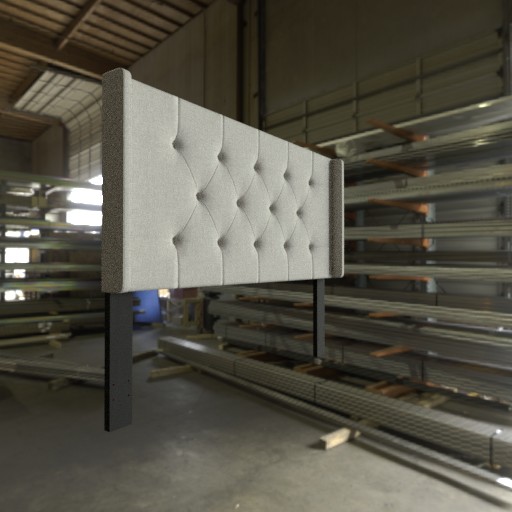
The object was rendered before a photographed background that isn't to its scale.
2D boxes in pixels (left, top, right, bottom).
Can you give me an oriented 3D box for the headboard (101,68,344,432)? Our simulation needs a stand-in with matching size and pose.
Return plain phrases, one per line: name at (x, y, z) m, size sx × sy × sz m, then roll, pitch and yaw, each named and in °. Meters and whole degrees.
headboard at (0.000, 0.000, 2.658) m, size 0.184 × 1.524 × 2.051 m, roll 0°, pitch -1°, yaw 36°
